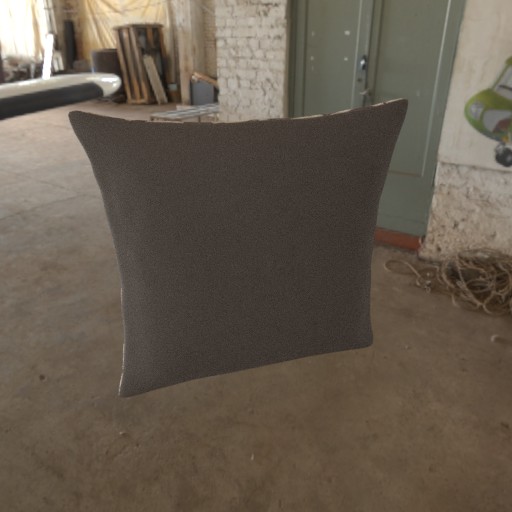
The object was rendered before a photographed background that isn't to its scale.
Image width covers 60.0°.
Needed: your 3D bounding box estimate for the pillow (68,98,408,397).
[{"bbox_3d":[0.000,0.000,0.772,0.526,0.507,0.166,-8,27,-15],"label":"pillow"}]
